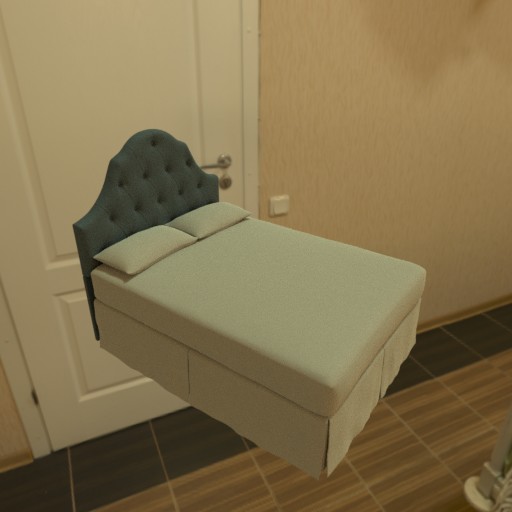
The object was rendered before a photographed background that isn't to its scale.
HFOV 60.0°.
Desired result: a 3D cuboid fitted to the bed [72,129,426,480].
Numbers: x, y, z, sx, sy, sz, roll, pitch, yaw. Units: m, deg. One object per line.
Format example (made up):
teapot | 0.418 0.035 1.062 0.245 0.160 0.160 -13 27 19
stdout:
bed | 0.000 0.000 3.263 2.155 1.575 1.636 19 33 32
